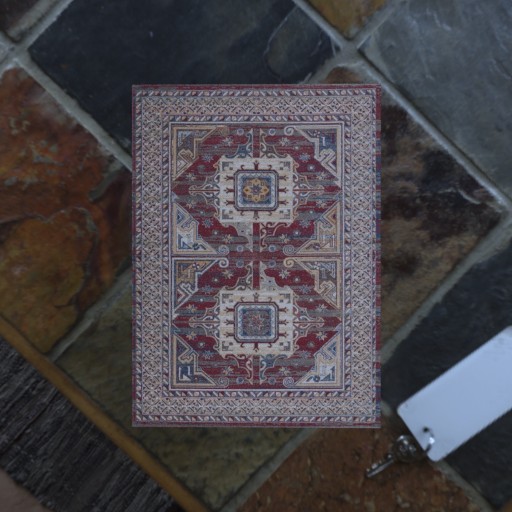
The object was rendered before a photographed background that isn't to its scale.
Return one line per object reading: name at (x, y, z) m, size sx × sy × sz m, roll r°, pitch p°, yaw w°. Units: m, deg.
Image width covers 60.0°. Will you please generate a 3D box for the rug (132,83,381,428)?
rug at (0.000, 0.000, 2.855) m, size 1.599 × 0.011 × 2.210 m, roll 0°, pitch 90°, yaw 1°
